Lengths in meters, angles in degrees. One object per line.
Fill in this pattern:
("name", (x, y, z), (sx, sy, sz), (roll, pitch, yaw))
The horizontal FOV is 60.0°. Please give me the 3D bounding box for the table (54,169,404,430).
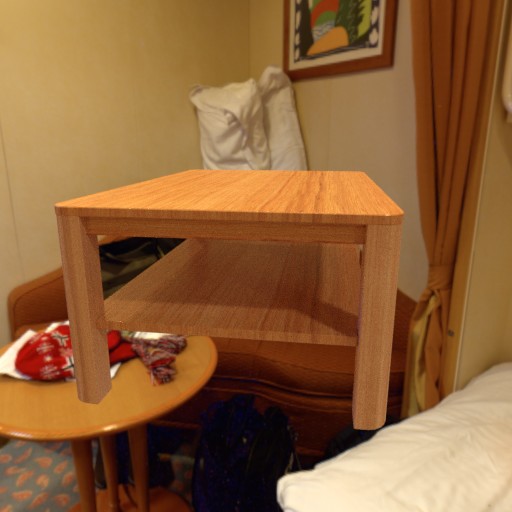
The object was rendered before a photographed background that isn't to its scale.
("table", (0.000, 0.000, 1.365), (0.696, 0.445, 0.997), (2, 15, 8))
